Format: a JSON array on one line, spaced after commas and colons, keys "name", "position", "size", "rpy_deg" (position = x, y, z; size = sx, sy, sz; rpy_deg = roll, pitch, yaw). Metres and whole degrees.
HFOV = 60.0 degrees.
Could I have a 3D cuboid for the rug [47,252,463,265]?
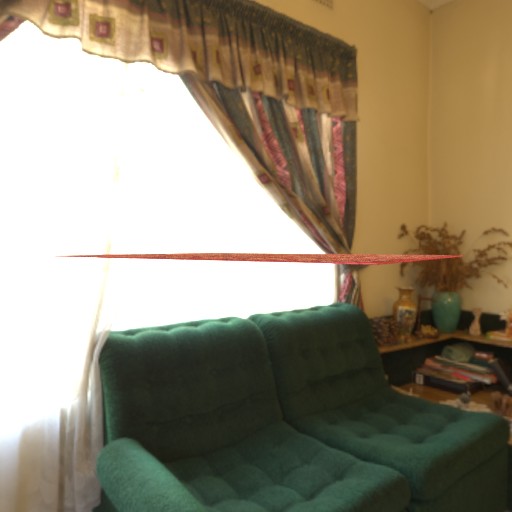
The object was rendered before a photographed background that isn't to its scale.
[{"name": "rug", "position": [0.000, 0.000, 4.339], "size": [3.306, 0.011, 2.389], "rpy_deg": [1, 2, 35]}]
